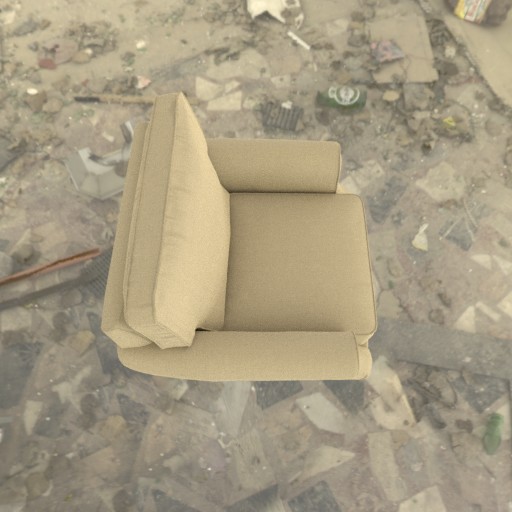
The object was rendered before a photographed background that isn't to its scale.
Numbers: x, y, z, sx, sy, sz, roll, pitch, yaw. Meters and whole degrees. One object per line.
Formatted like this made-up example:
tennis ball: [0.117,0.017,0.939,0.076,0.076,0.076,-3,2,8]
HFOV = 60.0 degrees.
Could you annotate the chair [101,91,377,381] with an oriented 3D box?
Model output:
chair: [0.000,0.000,1.803,0.966,0.967,1.029,1,64,0]
